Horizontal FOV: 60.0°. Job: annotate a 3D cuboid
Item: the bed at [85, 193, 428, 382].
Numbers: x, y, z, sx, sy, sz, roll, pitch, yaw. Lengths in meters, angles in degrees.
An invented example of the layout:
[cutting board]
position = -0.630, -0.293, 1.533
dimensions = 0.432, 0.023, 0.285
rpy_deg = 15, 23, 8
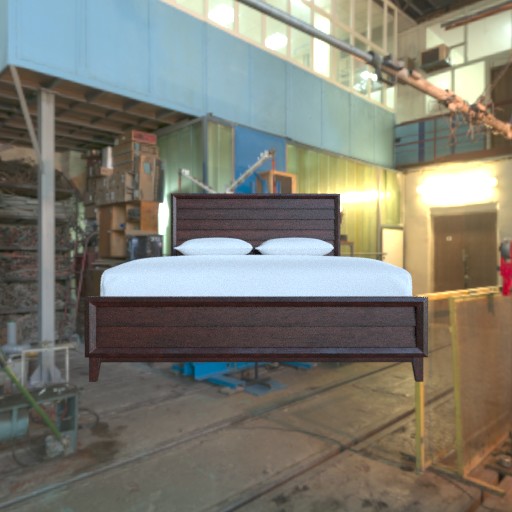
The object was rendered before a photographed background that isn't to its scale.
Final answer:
[bed]
position = 0.000, 0.000, 4.027
dimensions = 2.040, 1.492, 2.803
rpy_deg = 0, 0, 0
